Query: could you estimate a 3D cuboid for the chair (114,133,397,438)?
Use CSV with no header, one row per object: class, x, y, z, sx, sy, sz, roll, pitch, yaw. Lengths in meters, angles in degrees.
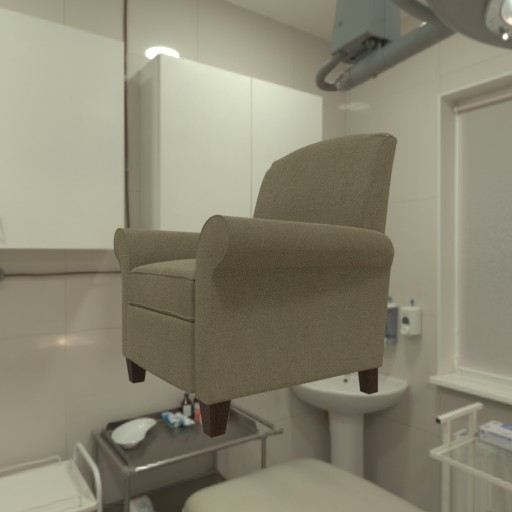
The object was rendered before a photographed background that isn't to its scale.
chair,0.000,0.000,1.822,0.905,1.061,0.978,0,1,-35
